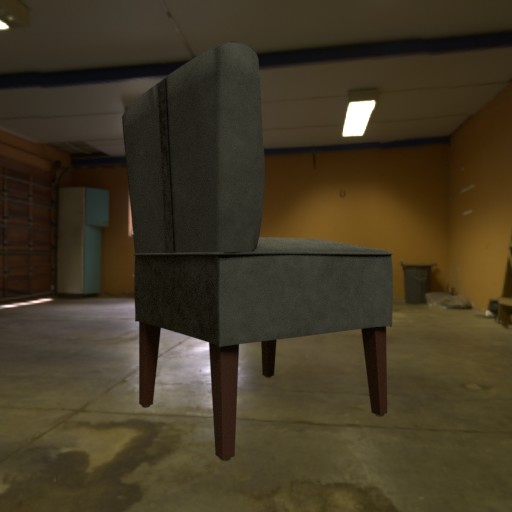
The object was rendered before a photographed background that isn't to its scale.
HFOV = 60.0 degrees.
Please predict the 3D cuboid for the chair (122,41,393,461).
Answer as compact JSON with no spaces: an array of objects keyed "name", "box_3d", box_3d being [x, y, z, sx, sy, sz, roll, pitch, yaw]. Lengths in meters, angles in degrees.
[{"name":"chair","box_3d":[0.000,0.000,1.160,0.554,0.806,0.521,0,0,-37]}]
